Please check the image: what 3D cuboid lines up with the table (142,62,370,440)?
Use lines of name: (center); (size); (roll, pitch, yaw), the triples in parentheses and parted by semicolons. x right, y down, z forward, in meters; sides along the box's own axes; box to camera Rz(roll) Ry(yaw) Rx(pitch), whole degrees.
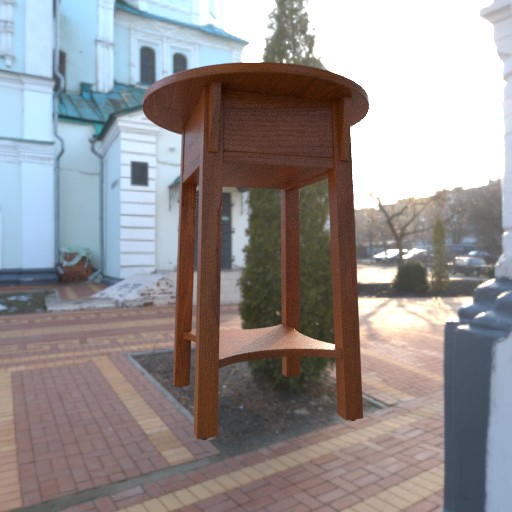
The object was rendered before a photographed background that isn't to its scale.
table: (0.000, 0.000, 0.921); (0.457, 0.610, 0.457); (0, 0, 0)
